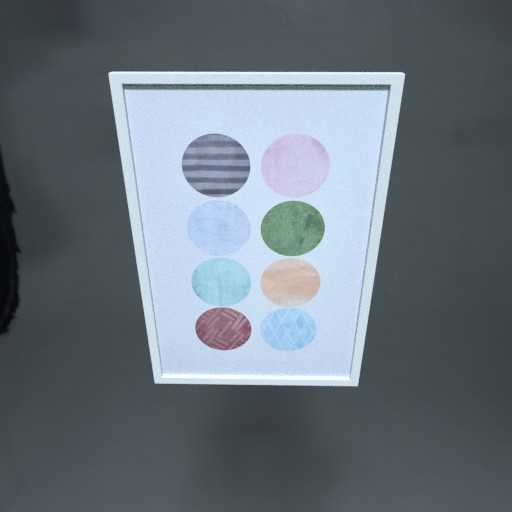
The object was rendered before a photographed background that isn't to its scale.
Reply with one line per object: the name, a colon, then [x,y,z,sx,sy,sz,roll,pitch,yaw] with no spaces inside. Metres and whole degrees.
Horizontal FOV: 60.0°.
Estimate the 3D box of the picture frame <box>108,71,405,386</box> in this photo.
picture frame: [0.000,0.000,0.565,0.305,0.434,0.013,1,29,1]
